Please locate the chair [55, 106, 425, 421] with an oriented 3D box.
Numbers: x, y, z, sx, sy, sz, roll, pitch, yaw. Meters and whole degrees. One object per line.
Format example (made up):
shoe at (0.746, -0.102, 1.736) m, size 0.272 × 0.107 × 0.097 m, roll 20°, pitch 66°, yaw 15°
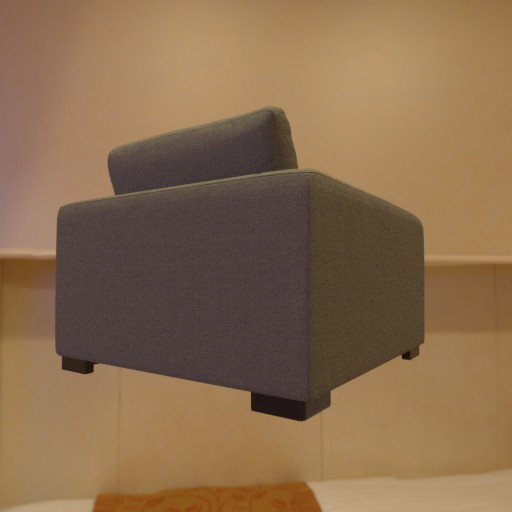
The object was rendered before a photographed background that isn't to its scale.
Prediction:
chair at (0.000, 0.000, 1.799) m, size 1.070 × 0.847 × 1.100 m, roll -1°, pitch -2°, yaw 35°
